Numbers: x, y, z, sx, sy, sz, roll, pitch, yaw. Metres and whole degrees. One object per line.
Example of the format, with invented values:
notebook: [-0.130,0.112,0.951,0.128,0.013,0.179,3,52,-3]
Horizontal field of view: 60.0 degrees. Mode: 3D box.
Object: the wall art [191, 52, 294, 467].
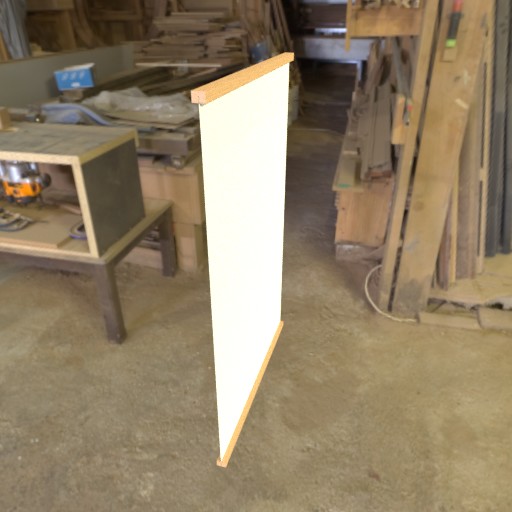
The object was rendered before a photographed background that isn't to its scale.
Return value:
wall art: [0.000,0.000,1.910,0.040,1.510,0.991,9,31,15]
